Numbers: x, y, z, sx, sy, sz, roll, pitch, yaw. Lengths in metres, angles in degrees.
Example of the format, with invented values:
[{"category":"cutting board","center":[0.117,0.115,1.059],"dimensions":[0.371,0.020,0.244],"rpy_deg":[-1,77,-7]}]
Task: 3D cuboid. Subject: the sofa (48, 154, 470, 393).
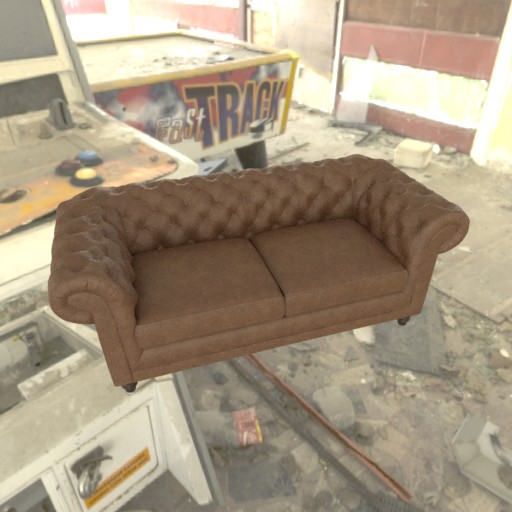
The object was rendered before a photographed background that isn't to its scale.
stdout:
[{"category":"sofa","center":[0.000,0.000,2.524],"dimensions":[2.048,0.784,0.955],"rpy_deg":[-10,34,-15]}]
